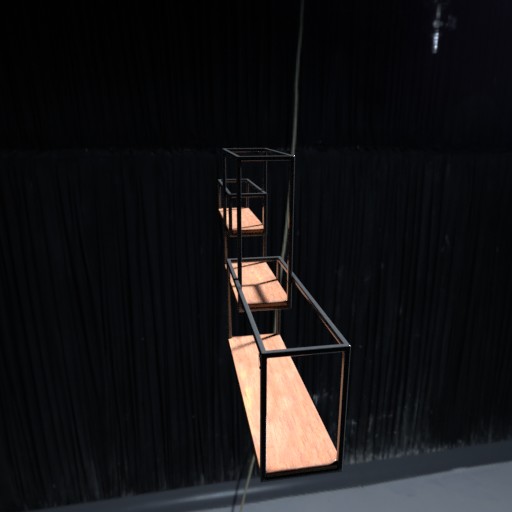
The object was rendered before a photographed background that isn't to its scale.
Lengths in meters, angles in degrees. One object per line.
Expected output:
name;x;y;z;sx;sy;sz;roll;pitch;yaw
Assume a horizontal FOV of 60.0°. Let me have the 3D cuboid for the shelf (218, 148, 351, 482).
shelf;0.000;0.000;2.135;0.275;0.972;1.781;-3;17;-9
